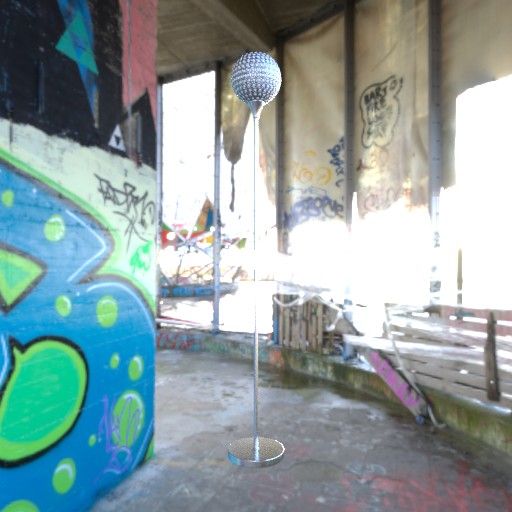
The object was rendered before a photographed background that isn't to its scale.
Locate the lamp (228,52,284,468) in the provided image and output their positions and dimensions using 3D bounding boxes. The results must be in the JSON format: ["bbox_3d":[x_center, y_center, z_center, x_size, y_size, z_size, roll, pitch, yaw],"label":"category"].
[{"bbox_3d":[0.000,0.000,2.017,0.254,1.805,0.254,0,-1,0],"label":"lamp"}]
